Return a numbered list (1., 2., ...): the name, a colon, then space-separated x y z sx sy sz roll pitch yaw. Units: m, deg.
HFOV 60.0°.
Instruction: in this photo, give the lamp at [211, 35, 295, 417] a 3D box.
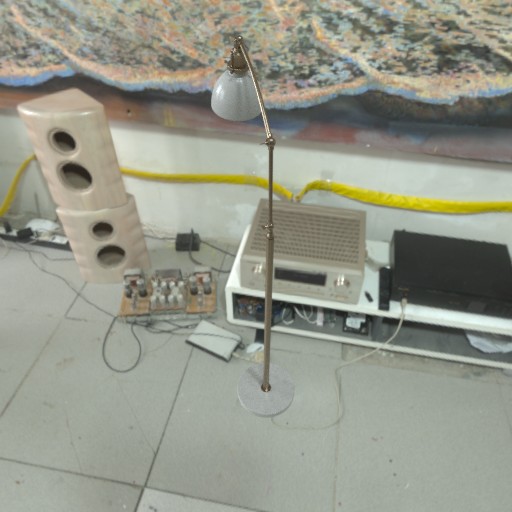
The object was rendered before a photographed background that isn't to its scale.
1. lamp: 0.000 0.000 1.808 0.288 1.586 0.599 -13 44 -14
